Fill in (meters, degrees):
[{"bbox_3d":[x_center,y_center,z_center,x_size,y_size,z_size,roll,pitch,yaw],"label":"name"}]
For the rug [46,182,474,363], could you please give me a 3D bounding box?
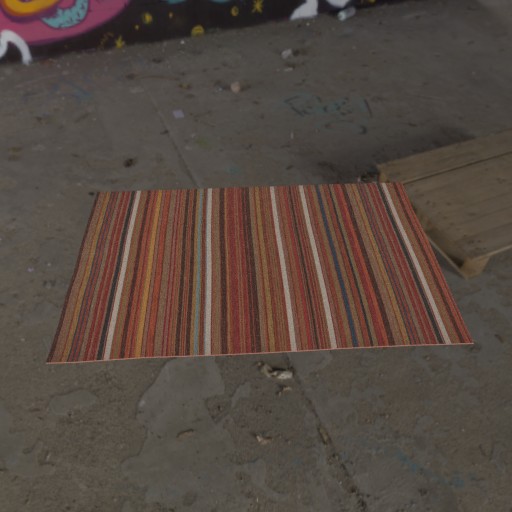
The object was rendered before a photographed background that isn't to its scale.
[{"bbox_3d":[0.000,0.000,3.029,2.438,0.008,1.523,-2,47,-2],"label":"rug"}]
